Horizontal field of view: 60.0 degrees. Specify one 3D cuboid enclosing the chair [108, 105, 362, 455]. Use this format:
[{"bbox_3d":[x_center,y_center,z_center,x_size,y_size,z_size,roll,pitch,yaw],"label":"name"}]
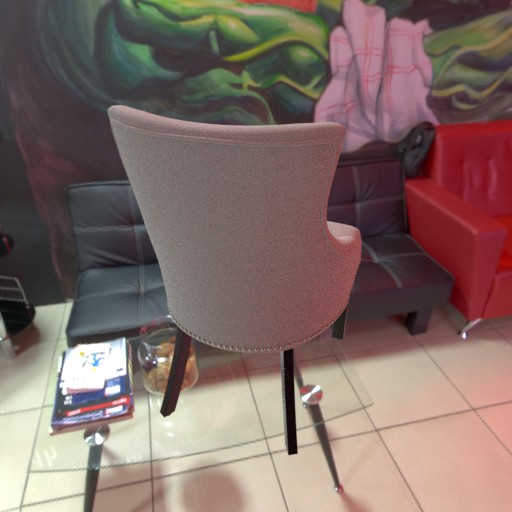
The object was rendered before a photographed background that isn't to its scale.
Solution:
[{"bbox_3d":[0.000,0.000,1.295,0.566,0.909,0.629,10,32,16],"label":"chair"}]
